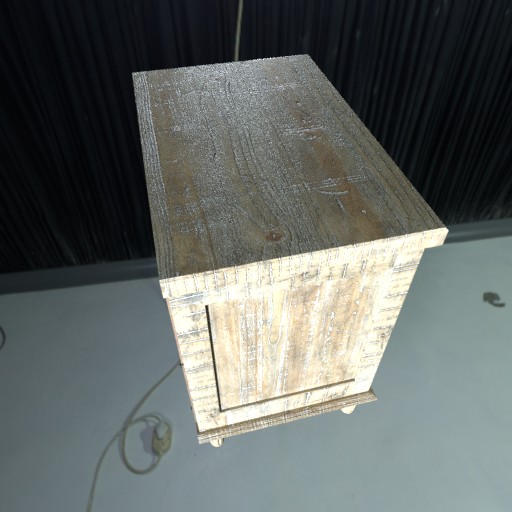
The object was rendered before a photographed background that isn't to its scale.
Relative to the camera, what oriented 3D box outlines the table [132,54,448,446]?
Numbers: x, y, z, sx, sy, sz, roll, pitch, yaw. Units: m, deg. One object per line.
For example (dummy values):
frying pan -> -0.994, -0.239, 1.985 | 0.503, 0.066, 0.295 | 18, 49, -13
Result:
table -> 0.000, 0.000, 1.136 | 0.457, 0.711, 0.686 | -10, 47, -10
